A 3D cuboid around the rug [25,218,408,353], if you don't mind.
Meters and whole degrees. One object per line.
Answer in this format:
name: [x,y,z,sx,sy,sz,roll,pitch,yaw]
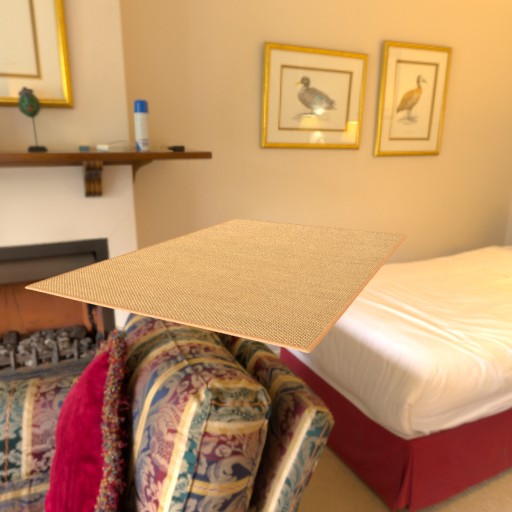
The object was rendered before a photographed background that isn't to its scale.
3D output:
rug: [0.000,0.000,2.802,1.524,0.013,2.134,8,17,26]
